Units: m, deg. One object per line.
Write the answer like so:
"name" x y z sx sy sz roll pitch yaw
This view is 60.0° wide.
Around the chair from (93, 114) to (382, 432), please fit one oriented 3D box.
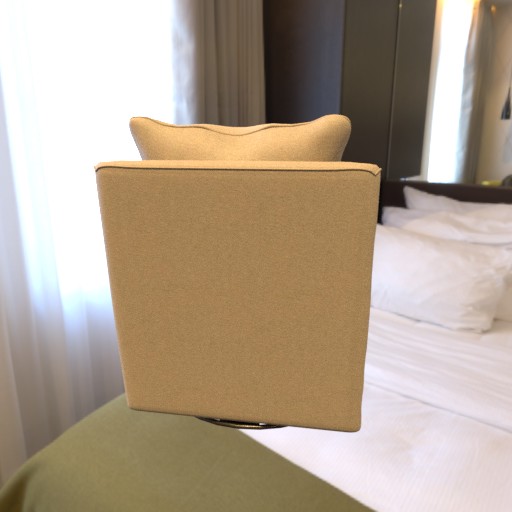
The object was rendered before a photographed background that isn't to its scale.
"chair" 0.000 0.000 1.601 0.760 0.942 0.876 2 15 9
